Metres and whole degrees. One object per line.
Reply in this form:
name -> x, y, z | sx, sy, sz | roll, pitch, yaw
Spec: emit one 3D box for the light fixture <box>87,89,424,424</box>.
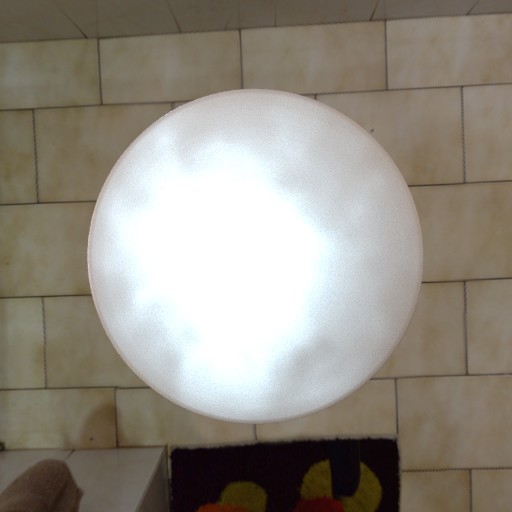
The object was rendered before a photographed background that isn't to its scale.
light fixture -> 0.000, 0.000, 0.435 | 0.280, 0.135, 0.280 | 0, 92, 2
